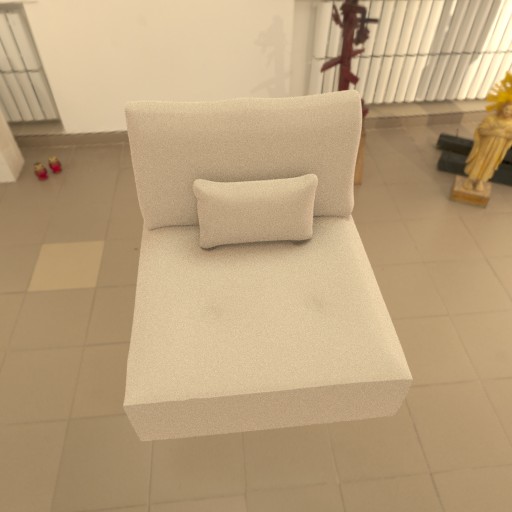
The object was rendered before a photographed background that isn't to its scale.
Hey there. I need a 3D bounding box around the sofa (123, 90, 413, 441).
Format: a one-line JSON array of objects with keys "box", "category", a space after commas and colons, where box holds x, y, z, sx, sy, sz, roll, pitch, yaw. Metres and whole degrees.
[{"box": [0.000, 0.000, 1.662, 0.935, 0.828, 1.000, -4, 47, -4], "category": "sofa"}]
